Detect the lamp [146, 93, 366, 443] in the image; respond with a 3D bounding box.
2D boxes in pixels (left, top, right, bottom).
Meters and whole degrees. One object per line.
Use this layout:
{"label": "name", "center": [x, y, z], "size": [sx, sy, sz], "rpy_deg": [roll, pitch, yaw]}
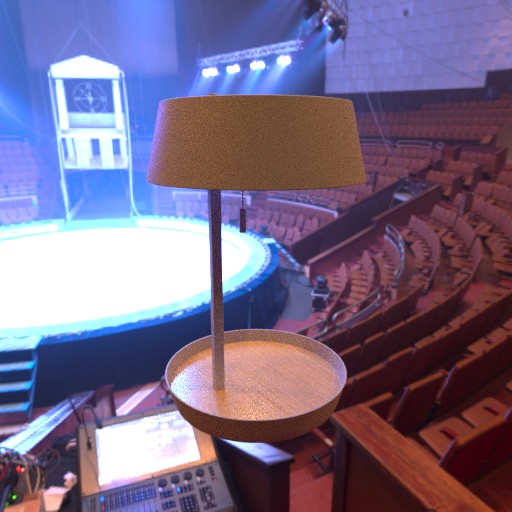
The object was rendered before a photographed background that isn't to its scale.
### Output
{"label": "lamp", "center": [0.000, 0.000, 0.630], "size": [0.291, 0.429, 0.291], "rpy_deg": [0, 15, 0]}
